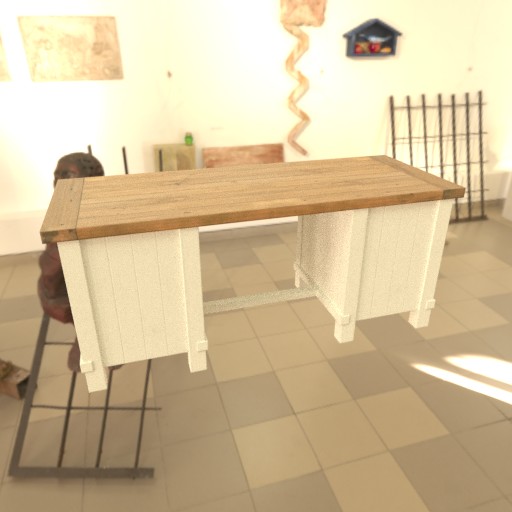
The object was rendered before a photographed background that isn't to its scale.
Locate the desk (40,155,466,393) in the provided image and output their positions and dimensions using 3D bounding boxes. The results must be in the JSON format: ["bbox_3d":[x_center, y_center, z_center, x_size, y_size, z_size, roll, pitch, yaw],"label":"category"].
[{"bbox_3d":[0.000,0.000,2.260,1.803,0.760,0.688,-8,27,-15],"label":"desk"}]
